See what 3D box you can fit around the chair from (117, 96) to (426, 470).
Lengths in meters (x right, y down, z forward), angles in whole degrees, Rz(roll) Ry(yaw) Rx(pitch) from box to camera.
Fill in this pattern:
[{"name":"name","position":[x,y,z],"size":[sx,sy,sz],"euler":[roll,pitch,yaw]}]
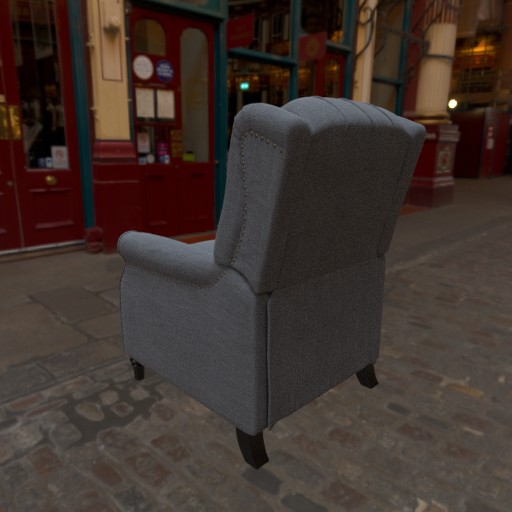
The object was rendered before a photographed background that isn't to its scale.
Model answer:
[{"name":"chair","position":[0.000,0.000,1.602],"size":[0.742,1.035,0.898],"euler":[-14,20,-43]}]
